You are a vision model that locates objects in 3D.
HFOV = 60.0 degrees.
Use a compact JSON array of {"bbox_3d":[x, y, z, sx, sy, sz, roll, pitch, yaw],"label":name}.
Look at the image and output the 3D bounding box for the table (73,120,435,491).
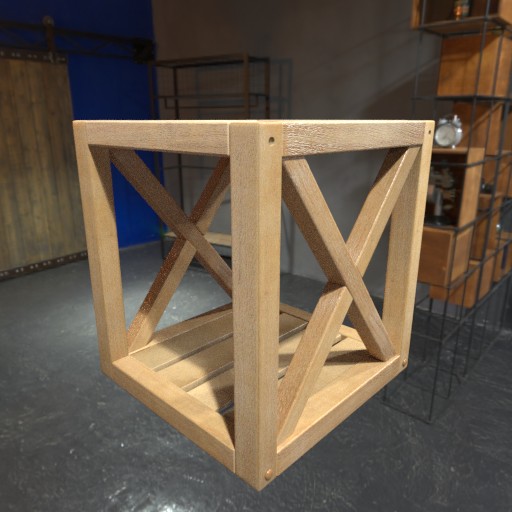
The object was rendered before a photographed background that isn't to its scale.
[{"bbox_3d":[0.000,0.000,1.041,0.558,0.610,0.559,16,23,41],"label":"table"}]
